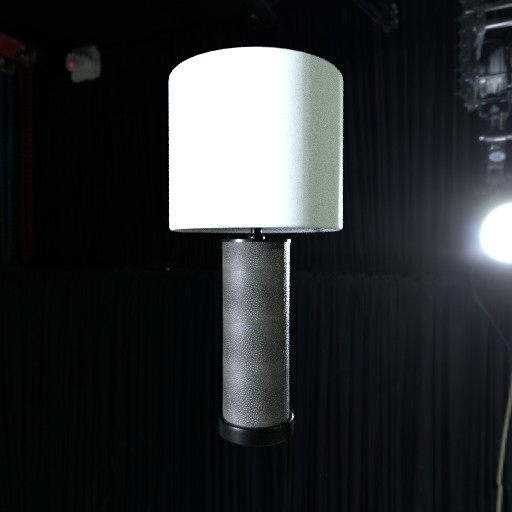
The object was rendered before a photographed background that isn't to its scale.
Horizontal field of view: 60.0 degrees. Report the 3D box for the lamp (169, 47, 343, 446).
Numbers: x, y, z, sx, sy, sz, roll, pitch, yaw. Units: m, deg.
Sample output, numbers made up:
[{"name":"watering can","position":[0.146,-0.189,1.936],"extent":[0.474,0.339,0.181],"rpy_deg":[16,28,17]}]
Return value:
[{"name":"lamp","position":[0.000,0.000,0.801],"extent":[0.305,0.634,0.305],"rpy_deg":[0,2,18]}]
